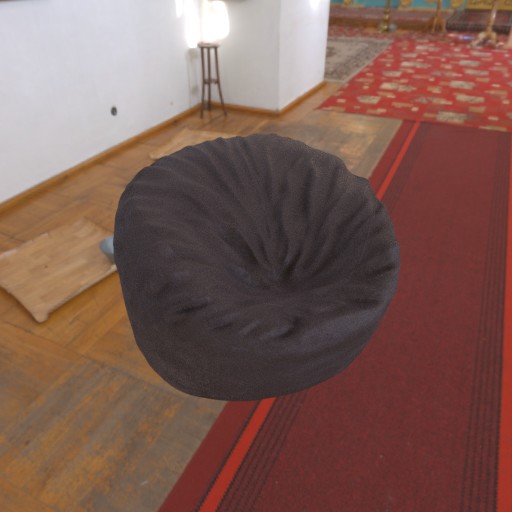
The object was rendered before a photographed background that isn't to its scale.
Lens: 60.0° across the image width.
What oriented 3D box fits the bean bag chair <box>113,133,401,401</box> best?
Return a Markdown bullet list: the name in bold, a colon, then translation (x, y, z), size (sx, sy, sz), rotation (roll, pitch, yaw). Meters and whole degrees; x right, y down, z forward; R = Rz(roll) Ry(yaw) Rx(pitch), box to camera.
- **bean bag chair**: translation (0.000, 0.000, 2.052), size (1.245, 0.821, 1.245), rotation (0, 34, 0)
